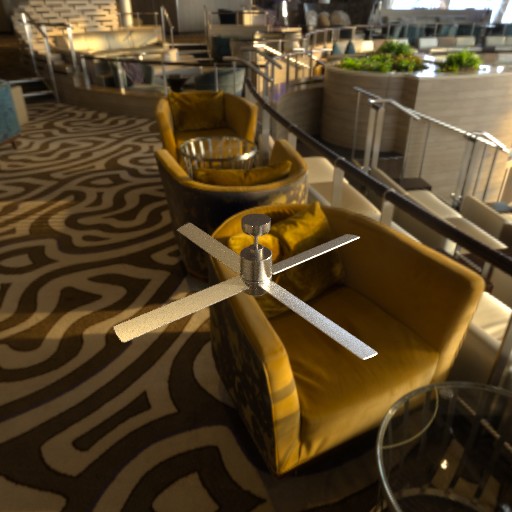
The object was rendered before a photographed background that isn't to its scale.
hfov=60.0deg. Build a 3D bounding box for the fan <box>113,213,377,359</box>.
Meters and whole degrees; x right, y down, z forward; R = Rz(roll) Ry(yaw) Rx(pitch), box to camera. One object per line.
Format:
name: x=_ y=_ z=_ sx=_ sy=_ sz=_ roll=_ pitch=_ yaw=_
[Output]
fan: x=0.000 y=0.000 z=1.958 sx=1.322 sy=0.355 sz=1.322 roll=-21 pitch=36 yaw=-32
